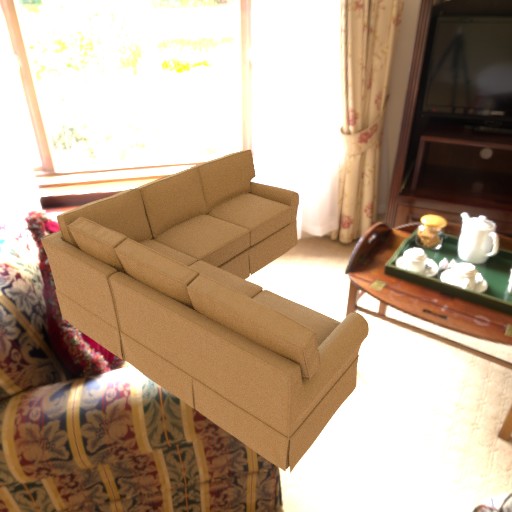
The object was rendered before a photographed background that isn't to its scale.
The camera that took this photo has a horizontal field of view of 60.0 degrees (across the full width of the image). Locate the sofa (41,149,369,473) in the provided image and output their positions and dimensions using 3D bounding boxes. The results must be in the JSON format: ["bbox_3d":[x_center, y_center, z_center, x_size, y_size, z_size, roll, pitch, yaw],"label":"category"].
[{"bbox_3d":[0.000,0.000,4.257,2.730,1.124,2.733,21,36,32],"label":"sofa"}]
